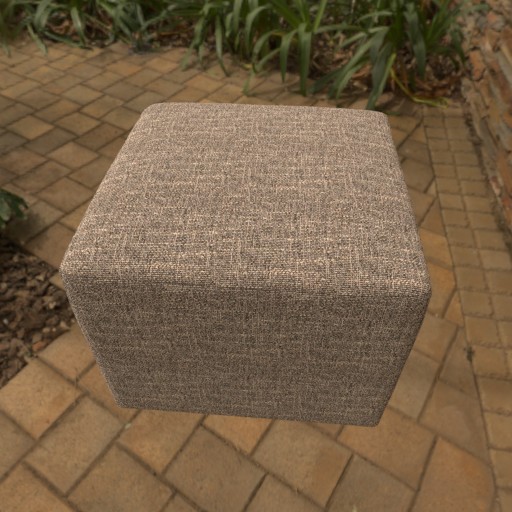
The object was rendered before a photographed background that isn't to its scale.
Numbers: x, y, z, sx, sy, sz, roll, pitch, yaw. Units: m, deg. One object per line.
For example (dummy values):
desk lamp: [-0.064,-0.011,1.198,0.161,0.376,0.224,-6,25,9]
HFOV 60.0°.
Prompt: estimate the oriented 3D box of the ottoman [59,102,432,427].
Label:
ottoman: [0.000,0.000,0.895,0.521,0.453,0.512,3,45,3]
